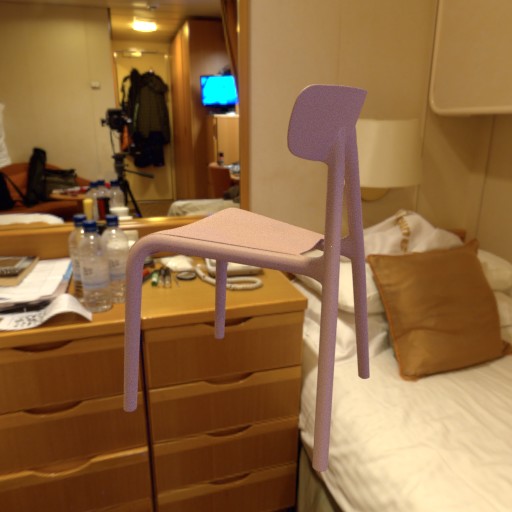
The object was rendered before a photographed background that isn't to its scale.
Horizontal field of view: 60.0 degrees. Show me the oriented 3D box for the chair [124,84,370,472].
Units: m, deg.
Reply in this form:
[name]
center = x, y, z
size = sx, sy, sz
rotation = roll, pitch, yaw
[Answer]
[chair]
center = 0.000, 0.000, 0.835
size = 0.401, 0.580, 0.356
rotation = 8, 19, 25
